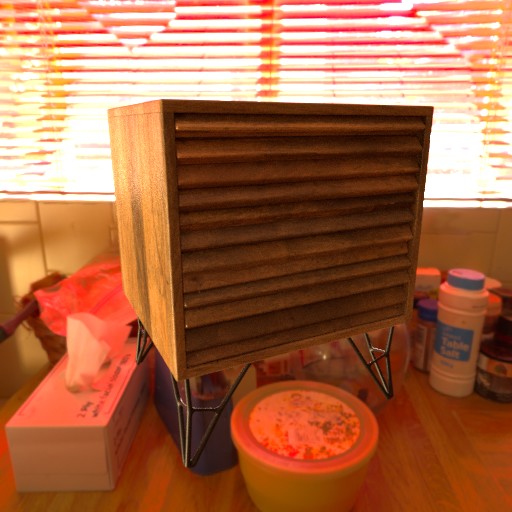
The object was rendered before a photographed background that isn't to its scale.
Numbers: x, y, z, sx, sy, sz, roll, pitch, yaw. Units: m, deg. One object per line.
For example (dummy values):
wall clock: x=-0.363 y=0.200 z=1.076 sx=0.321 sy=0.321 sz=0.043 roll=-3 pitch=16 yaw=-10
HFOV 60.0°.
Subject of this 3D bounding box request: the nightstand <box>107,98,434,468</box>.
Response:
nightstand: x=0.000 y=0.000 z=0.879 sx=0.457 sy=0.559 sz=0.406 roll=-8 pitch=18 yaw=-25
